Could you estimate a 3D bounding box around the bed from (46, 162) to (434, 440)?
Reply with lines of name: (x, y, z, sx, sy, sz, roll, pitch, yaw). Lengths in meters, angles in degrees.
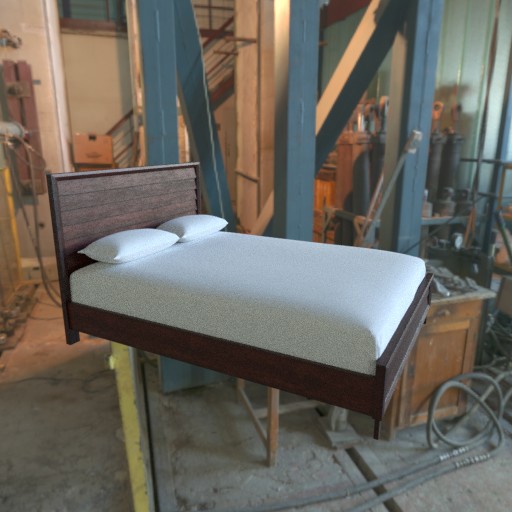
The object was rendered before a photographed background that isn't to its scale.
bed: (0.000, 0.000, 3.984, 2.803, 1.492, 2.040, 8, 17, 27)
